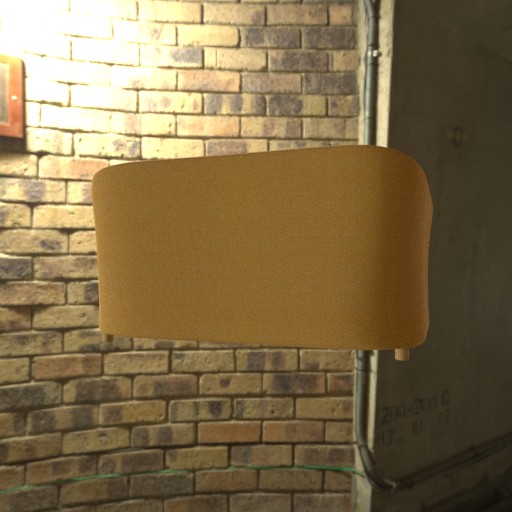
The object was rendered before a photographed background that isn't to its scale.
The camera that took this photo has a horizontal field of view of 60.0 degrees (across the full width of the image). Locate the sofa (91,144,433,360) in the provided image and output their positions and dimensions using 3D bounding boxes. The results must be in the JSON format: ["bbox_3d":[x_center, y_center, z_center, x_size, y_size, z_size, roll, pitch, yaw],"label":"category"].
[{"bbox_3d":[0.000,0.000,1.890,1.452,0.721,0.705,0,-1,18],"label":"sofa"}]
